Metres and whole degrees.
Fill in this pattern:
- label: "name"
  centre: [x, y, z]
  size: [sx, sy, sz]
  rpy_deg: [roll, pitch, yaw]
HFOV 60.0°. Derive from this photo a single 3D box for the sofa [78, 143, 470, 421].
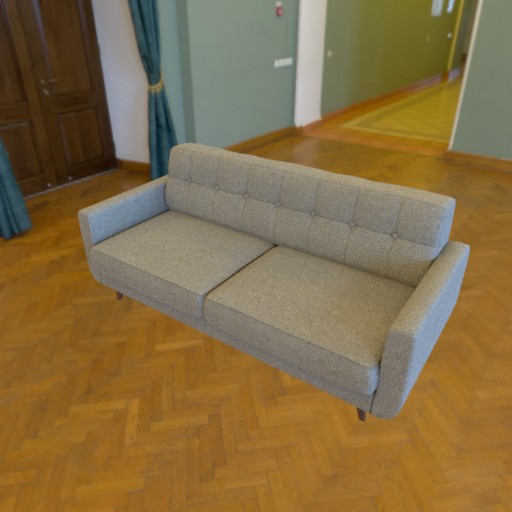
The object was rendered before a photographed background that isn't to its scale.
- label: "sofa"
  centre: [0.000, 0.000, 2.542]
  size: [2.055, 0.873, 0.968]
  rpy_deg: [19, 35, 30]
